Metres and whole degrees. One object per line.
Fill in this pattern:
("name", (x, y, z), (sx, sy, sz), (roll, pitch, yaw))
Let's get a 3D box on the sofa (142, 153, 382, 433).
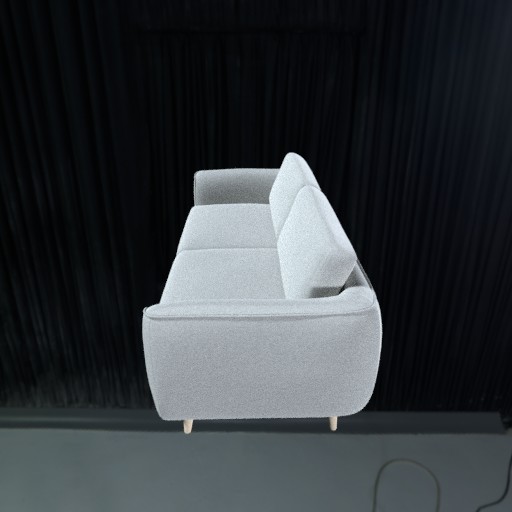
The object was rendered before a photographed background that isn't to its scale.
("sofa", (0.000, 0.000, 2.476), (0.920, 0.850, 2.000), (-1, 25, -1))
